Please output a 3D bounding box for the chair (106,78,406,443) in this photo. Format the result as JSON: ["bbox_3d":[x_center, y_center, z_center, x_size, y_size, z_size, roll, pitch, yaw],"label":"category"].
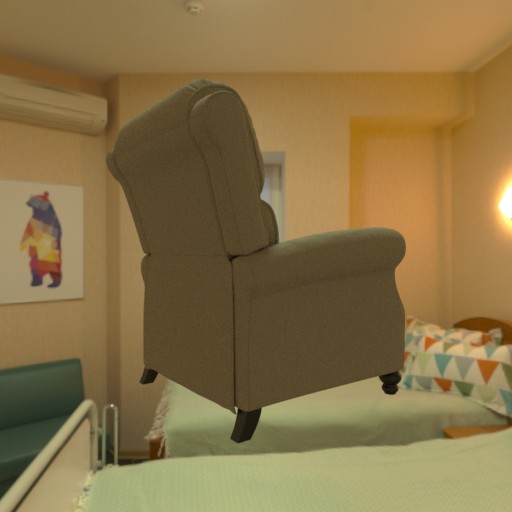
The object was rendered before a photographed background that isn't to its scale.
[{"bbox_3d":[0.000,0.000,1.729,0.919,1.046,0.859,0,1,-36],"label":"chair"}]
